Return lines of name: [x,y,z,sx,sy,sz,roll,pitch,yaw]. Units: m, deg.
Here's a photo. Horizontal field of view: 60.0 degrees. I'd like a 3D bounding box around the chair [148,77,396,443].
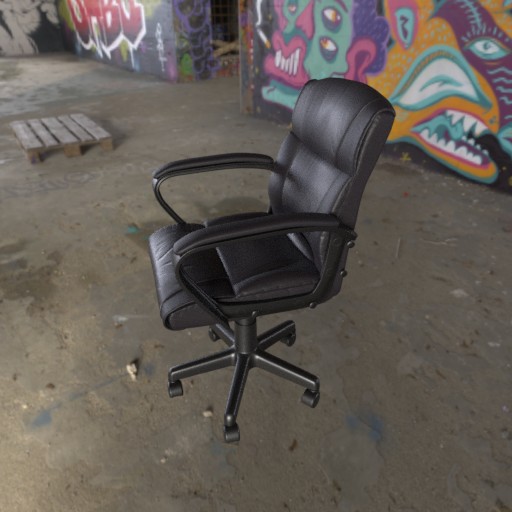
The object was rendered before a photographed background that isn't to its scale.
chair: [0.000,0.000,1.380,0.641,0.998,0.576,-8,31,-14]
